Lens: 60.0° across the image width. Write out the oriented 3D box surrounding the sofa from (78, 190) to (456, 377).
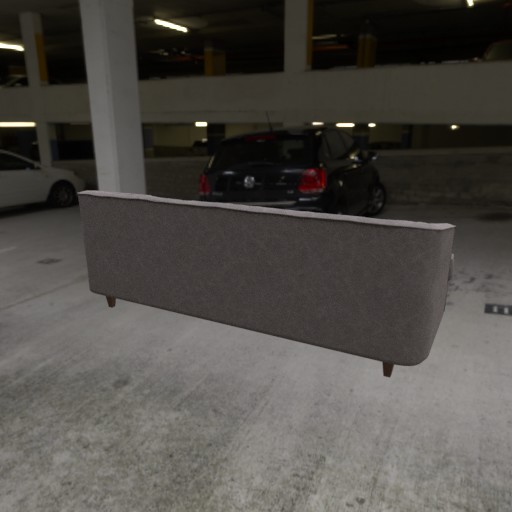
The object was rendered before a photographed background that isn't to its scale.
[{"bbox_3d":[0.000,0.000,2.796,2.247,0.806,0.917,9,19,26],"label":"sofa"}]
